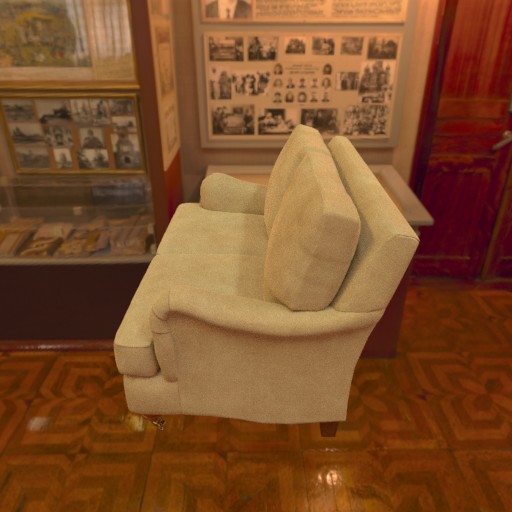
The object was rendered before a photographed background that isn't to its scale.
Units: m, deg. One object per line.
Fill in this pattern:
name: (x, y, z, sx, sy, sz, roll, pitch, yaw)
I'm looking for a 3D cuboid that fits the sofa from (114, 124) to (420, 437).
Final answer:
sofa: (0.000, 0.000, 2.260, 1.086, 1.087, 1.498, 1, 28, 1)
